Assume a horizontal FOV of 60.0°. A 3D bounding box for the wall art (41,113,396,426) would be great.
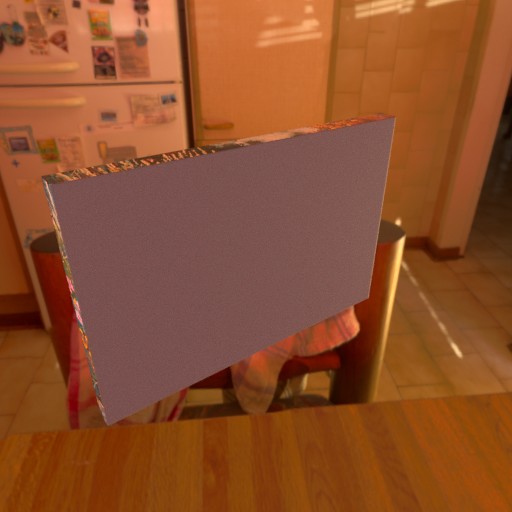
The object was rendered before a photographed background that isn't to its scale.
[{"bbox_3d":[0.000,0.000,0.775,0.610,0.406,0.037,-20,35,-30],"label":"wall art"}]
